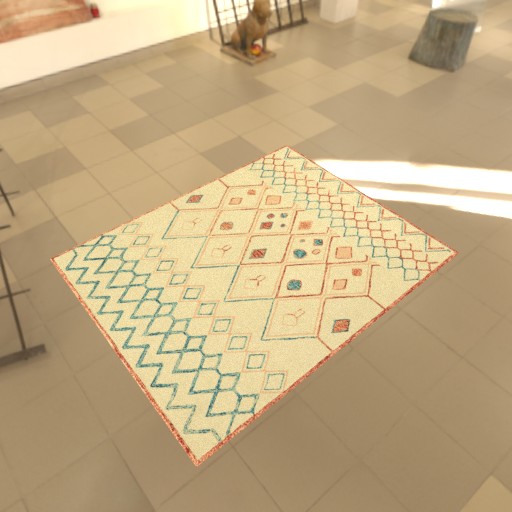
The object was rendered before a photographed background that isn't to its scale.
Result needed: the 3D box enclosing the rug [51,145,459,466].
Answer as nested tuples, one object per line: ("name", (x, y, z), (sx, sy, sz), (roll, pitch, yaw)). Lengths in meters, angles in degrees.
("rug", (0.000, 0.000, 4.232), (3.050, 0.016, 2.441), (-31, 54, -26))
